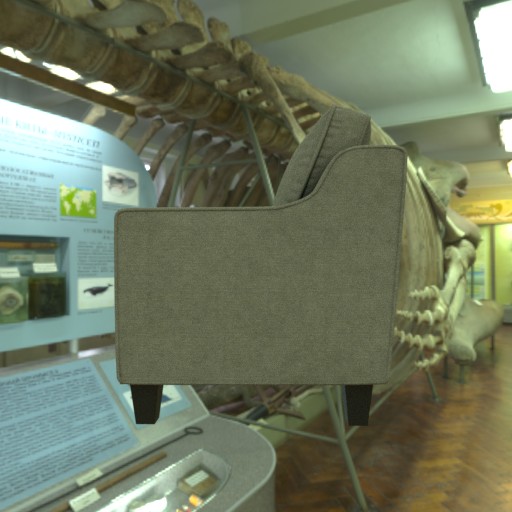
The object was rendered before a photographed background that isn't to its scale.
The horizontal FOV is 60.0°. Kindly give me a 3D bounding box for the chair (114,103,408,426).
[{"bbox_3d":[0.000,0.000,1.654,0.840,0.944,0.926,0,0,1],"label":"chair"}]
